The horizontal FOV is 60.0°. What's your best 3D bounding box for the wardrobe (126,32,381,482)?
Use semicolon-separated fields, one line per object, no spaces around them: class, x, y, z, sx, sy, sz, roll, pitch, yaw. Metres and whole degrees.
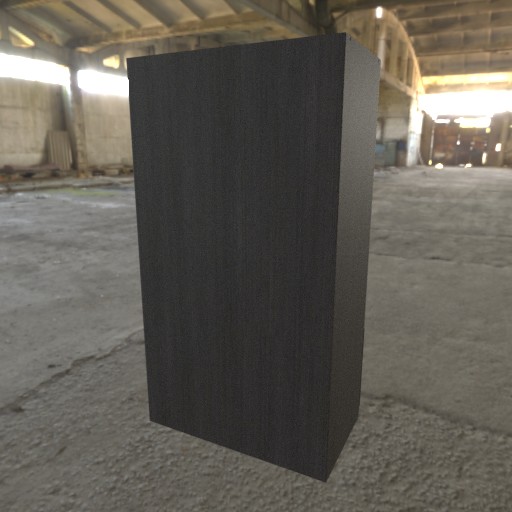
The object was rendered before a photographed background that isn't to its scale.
wardrobe;0.000;0.000;2.195;0.991;1.808;0.577;7;15;26
